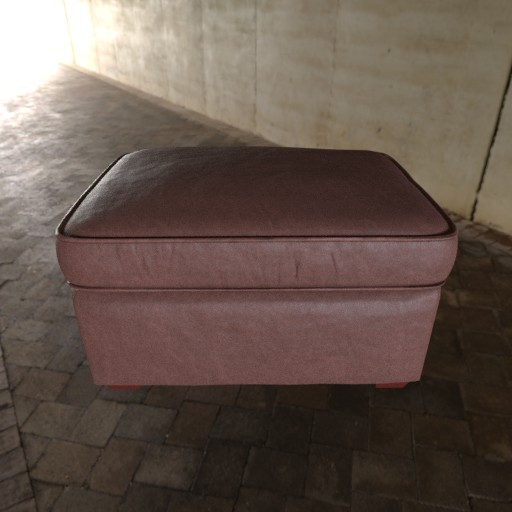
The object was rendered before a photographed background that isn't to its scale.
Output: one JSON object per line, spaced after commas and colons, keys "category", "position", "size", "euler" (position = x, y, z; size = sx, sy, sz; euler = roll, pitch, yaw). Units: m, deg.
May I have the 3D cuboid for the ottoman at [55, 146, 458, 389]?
{"category": "ottoman", "position": [0.000, 0.000, 1.088], "size": [0.749, 0.449, 0.548], "euler": [0, 29, -1]}
